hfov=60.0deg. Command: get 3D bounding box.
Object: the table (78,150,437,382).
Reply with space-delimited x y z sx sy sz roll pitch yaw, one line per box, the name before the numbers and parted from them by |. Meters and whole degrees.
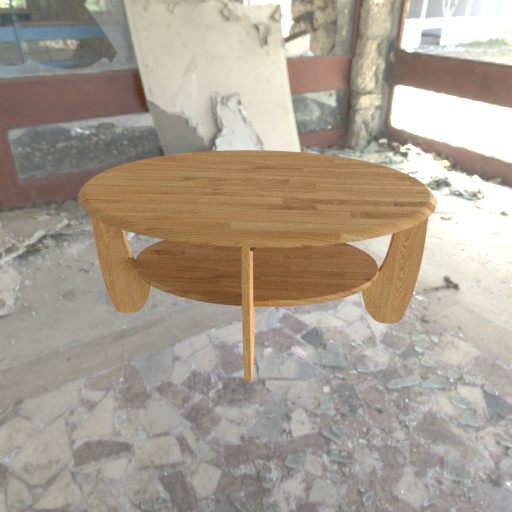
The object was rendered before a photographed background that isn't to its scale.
table | 0.000 0.000 1.426 1.040 0.490 0.690 2 31 3
